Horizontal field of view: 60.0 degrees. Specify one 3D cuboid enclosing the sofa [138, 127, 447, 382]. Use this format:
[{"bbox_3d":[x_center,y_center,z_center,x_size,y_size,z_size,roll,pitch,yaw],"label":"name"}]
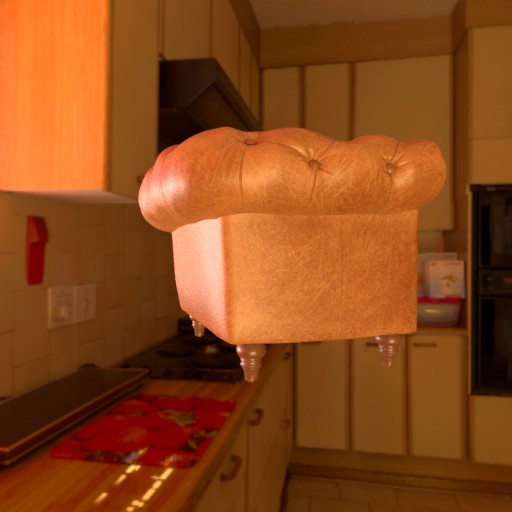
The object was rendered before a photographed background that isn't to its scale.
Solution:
[{"bbox_3d":[0.000,0.000,2.049,1.033,0.878,1.405,0,0,-19],"label":"sofa"}]
